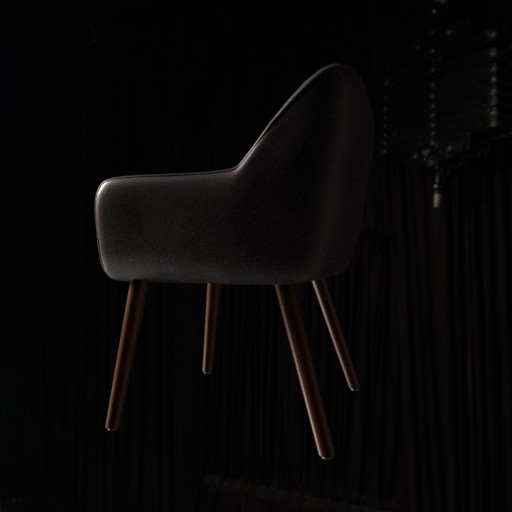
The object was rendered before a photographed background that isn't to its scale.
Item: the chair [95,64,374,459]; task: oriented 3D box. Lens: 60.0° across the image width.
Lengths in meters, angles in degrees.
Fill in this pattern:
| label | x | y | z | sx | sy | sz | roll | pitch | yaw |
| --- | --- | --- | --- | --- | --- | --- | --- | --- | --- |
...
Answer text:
| label | x | y | z | sx | sy | sz | roll | pitch | yaw |
| --- | --- | --- | --- | --- | --- | --- | --- | --- | --- |
| chair | 0.000 | 0.000 | 1.219 | 0.610 | 0.828 | 0.610 | 0 | 0 | 19 |
